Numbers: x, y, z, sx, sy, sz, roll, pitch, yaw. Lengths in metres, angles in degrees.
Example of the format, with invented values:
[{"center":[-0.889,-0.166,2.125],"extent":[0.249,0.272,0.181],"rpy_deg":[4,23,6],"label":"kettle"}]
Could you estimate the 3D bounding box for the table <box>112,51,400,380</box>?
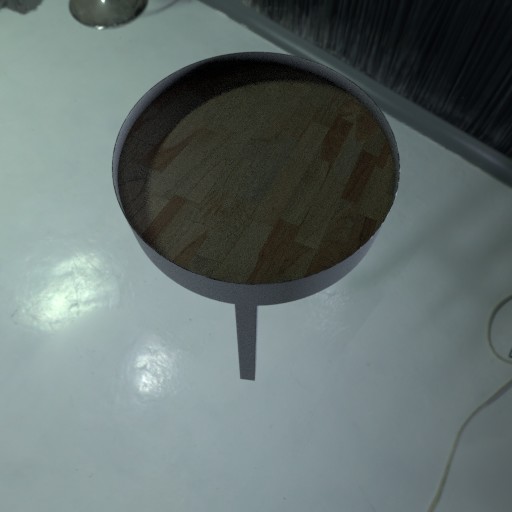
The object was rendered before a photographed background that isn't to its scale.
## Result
[{"center":[0.000,0.000,0.940],"extent":[0.406,0.686,0.406],"rpy_deg":[34,69,15],"label":"table"}]
